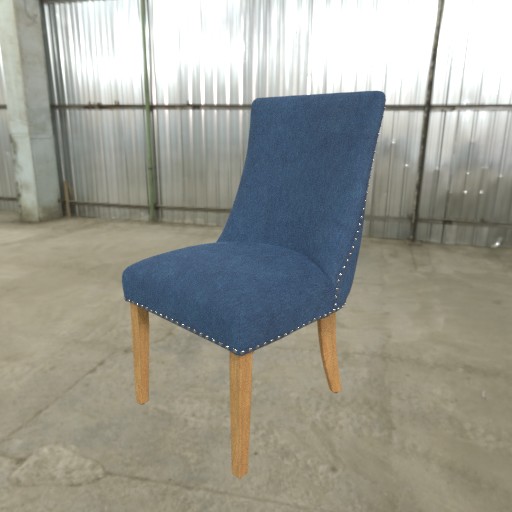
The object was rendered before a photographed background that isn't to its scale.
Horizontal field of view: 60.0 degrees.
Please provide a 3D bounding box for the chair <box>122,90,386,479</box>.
[{"bbox_3d":[0.000,0.000,1.273,0.495,0.902,0.610,15,22,42],"label":"chair"}]
